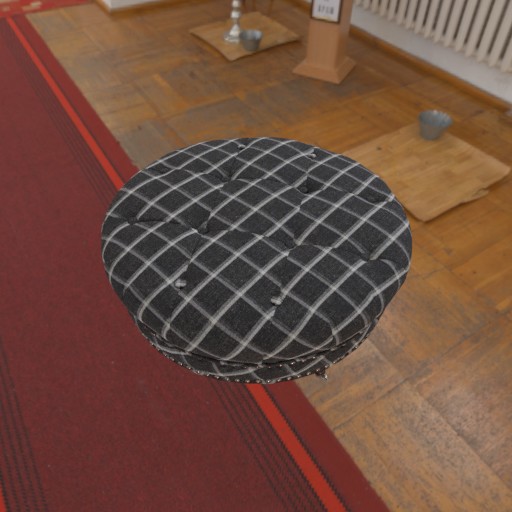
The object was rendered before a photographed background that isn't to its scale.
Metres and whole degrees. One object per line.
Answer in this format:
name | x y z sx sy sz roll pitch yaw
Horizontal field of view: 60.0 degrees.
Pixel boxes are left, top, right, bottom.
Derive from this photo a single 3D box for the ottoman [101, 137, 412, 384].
ottoman | 0.000 0.000 1.421 0.901 0.439 0.901 0 46 0
